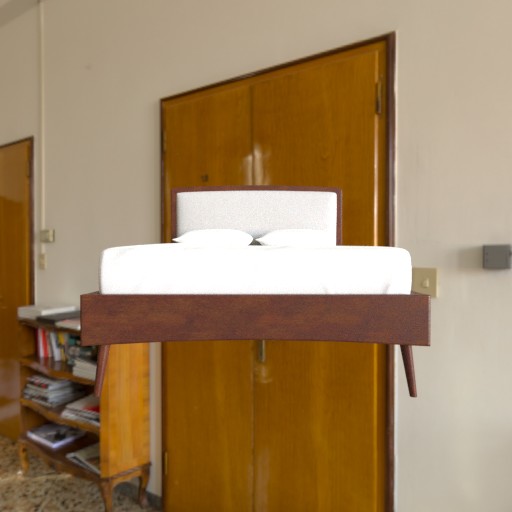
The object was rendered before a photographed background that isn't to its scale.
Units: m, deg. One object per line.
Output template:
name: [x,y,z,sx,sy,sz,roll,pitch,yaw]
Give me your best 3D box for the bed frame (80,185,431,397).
bed frame: [0.000,0.000,3.092,1.587,1.279,2.171,0,1,0]
